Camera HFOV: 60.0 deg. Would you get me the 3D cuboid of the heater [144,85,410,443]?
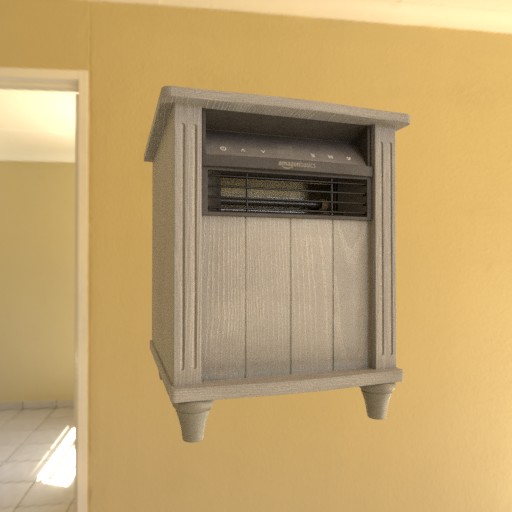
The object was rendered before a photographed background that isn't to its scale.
[{"bbox_3d":[0.000,0.000,0.775,0.362,0.481,0.400,0,-1,-18],"label":"heater"}]
